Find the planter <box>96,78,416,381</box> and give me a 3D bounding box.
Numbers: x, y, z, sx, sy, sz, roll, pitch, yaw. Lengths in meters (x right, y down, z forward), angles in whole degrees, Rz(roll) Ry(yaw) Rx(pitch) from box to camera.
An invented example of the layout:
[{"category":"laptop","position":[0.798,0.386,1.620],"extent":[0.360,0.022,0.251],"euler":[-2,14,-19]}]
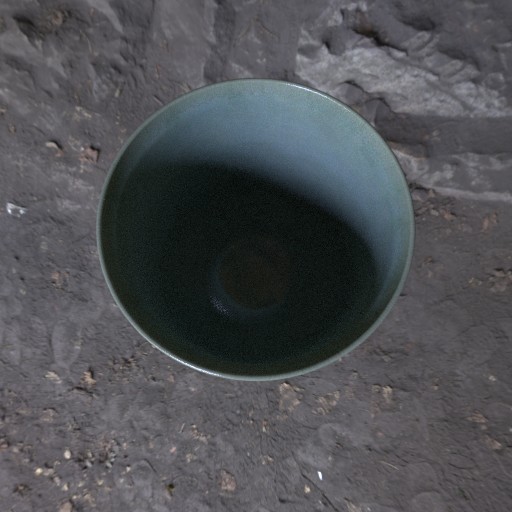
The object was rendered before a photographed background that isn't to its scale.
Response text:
[{"category":"planter","position":[0.000,0.000,0.499],"extent":[0.266,0.270,0.266],"euler":[0,75,0]}]
